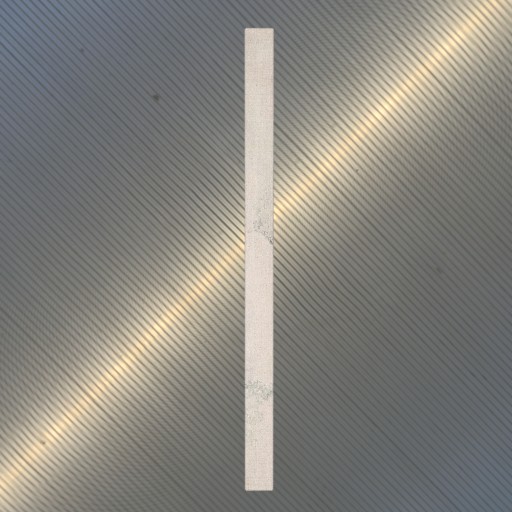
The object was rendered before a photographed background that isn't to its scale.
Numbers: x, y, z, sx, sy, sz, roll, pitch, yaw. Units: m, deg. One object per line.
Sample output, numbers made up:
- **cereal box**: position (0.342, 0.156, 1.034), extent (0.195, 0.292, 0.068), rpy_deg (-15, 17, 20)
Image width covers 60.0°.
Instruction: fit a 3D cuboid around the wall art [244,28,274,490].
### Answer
- **wall art**: position (0.000, 0.000, 0.890), extent (0.040, 0.612, 0.612), rpy_deg (0, 92, -1)
